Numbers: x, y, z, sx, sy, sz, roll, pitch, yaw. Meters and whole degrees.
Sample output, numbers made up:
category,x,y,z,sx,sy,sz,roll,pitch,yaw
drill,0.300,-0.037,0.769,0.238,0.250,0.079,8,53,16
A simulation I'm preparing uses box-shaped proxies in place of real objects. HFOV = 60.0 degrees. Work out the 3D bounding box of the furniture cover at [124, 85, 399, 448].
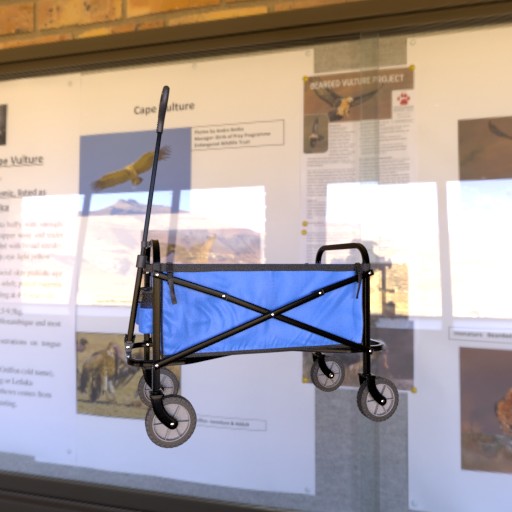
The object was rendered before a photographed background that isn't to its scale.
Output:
category,x,y,z,sx,sy,sz,roll,pitch,yaw
furniture cover,0.000,0.000,1.825,1.038,1.295,0.532,0,-1,-18
